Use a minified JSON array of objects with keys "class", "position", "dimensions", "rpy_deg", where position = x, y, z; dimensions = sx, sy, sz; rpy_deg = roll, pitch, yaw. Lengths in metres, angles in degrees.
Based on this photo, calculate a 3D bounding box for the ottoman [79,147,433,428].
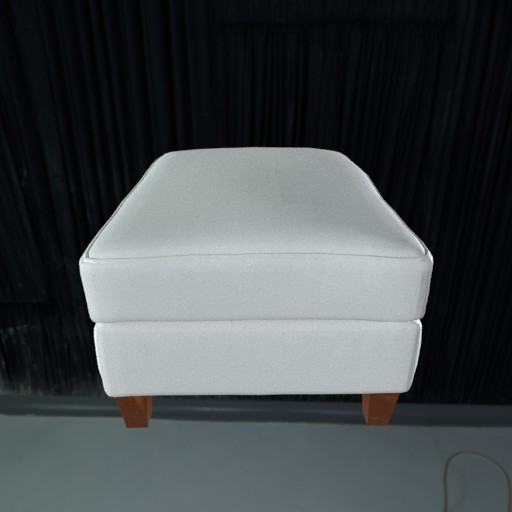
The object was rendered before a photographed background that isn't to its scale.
[{"class":"ottoman","position":[0.000,0.000,1.183],"dimensions":[0.634,0.479,0.818],"rpy_deg":[0,25,-1]}]
